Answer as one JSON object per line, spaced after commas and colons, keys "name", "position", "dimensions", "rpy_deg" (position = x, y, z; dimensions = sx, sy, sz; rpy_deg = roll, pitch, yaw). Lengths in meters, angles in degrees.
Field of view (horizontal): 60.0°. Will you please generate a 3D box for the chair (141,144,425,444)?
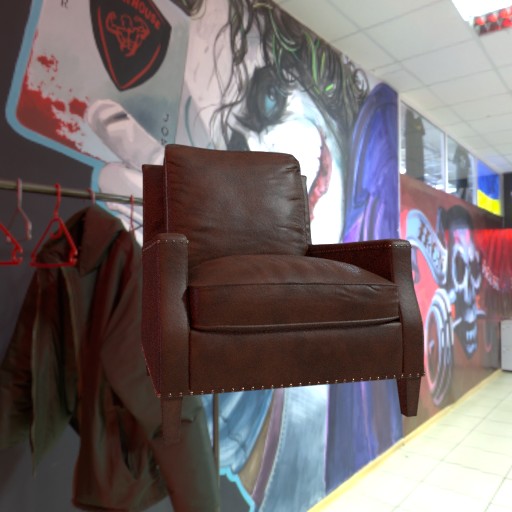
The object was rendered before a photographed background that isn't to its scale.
{"name": "chair", "position": [0.000, 0.000, 1.773], "dimensions": [0.854, 1.054, 1.035], "rpy_deg": [1, -2, -17]}
